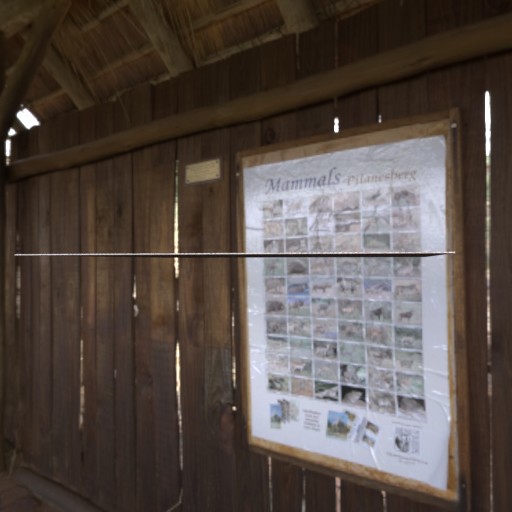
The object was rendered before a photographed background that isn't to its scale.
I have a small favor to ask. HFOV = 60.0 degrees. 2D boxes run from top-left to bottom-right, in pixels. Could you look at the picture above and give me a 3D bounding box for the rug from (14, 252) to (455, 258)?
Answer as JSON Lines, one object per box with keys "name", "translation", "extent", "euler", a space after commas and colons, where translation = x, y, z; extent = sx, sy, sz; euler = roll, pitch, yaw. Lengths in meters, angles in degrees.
{"name": "rug", "translation": [0.000, 0.000, 4.043], "extent": [3.046, 0.008, 2.442], "euler": [0, -1, 17]}
